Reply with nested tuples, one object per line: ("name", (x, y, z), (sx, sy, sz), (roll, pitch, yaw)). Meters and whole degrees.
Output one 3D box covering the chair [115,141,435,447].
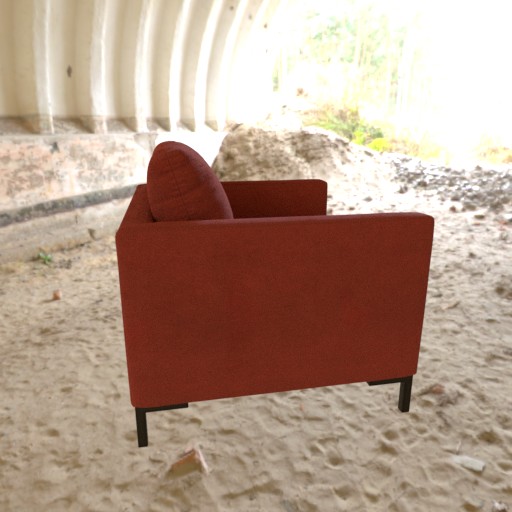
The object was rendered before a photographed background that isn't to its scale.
("chair", (0.000, 0.000, 1.628), (0.875, 0.812, 0.964), (-3, 16, -11))
